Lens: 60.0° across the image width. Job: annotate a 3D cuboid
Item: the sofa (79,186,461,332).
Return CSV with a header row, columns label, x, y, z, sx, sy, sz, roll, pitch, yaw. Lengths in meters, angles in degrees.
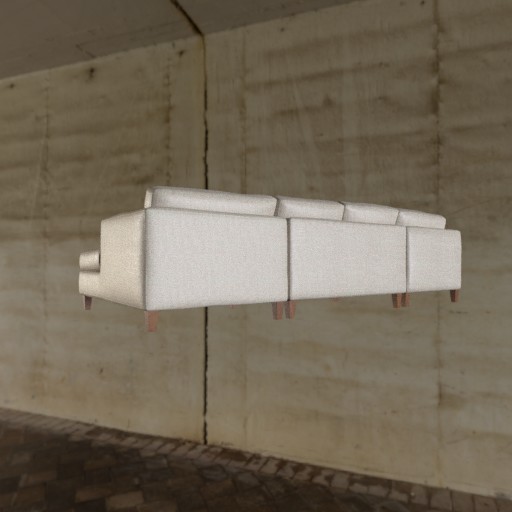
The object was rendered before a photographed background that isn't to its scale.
label,x,y,z,sx,sy,sz,roll,pitch,yaw
sofa,0.000,0.000,4.656,3.460,0.961,2.594,0,-1,-35
